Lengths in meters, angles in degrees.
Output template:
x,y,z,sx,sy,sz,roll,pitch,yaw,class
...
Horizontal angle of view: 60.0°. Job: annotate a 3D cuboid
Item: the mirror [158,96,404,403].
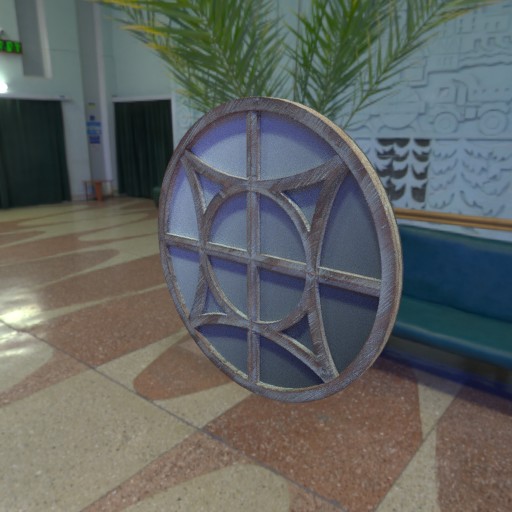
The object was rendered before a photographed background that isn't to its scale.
x,y,z,sx,sy,sz,roll,pitch,yaw,class
0.000,0.000,1.051,0.710,0.710,0.038,13,20,40,mirror
